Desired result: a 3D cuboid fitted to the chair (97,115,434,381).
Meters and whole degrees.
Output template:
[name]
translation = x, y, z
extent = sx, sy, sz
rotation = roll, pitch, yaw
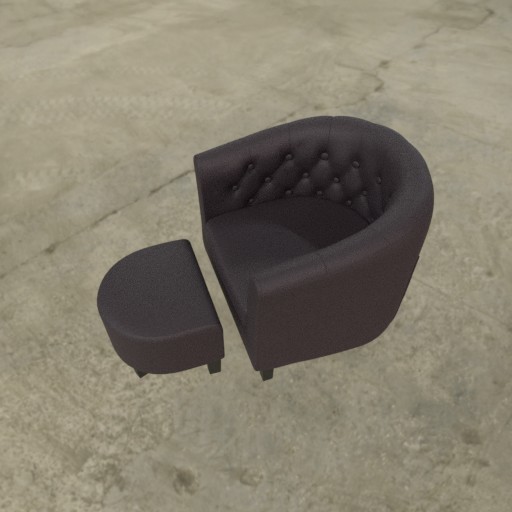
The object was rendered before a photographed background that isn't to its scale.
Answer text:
[chair]
translation = 0.000, 0.000, 1.671
extent = 1.191, 0.760, 0.763
rotation = -15, 48, -14
